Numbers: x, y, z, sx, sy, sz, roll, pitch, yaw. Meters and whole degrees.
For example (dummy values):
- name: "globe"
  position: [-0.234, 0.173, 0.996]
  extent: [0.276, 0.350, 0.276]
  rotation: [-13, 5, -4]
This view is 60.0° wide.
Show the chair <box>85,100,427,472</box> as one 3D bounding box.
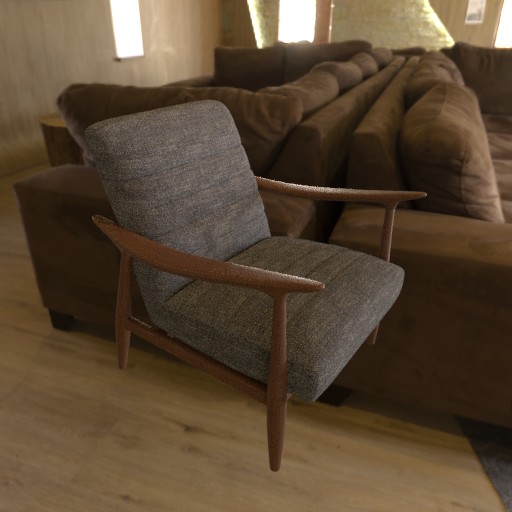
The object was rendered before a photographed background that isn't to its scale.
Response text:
- name: "chair"
  position: [0.000, 0.000, 1.393]
  extent: [0.798, 0.832, 0.741]
  rotation: [18, 32, 31]
